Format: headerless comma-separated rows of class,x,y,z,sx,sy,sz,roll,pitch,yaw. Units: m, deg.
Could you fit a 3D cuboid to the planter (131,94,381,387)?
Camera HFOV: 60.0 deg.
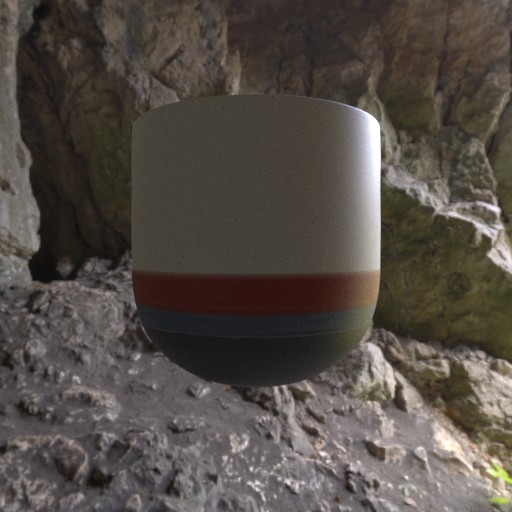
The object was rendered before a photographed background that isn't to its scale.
planter,0.000,0.000,0.496,0.268,0.270,0.268,0,1,0
